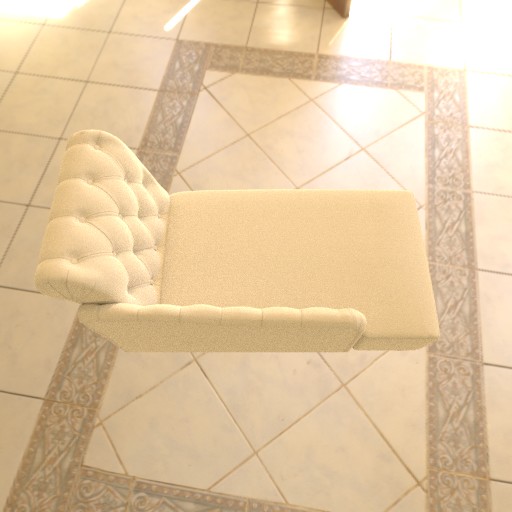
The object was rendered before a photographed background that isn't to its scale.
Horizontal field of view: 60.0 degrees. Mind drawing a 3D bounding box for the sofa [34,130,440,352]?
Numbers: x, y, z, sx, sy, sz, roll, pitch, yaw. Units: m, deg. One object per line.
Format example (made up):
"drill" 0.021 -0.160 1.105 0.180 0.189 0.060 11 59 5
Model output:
"sofa" 0.000 0.000 1.769 1.379 0.787 0.675 0 64 0
